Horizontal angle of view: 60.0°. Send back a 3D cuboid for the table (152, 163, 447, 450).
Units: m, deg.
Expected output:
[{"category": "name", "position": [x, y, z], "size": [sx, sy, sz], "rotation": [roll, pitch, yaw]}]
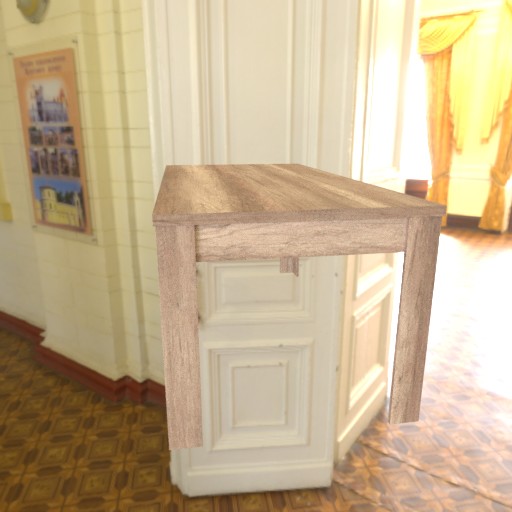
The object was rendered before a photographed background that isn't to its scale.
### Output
[{"category": "table", "position": [0.000, 0.000, 2.272], "size": [0.900, 0.790, 1.800], "rotation": [-3, 16, -9]}]
